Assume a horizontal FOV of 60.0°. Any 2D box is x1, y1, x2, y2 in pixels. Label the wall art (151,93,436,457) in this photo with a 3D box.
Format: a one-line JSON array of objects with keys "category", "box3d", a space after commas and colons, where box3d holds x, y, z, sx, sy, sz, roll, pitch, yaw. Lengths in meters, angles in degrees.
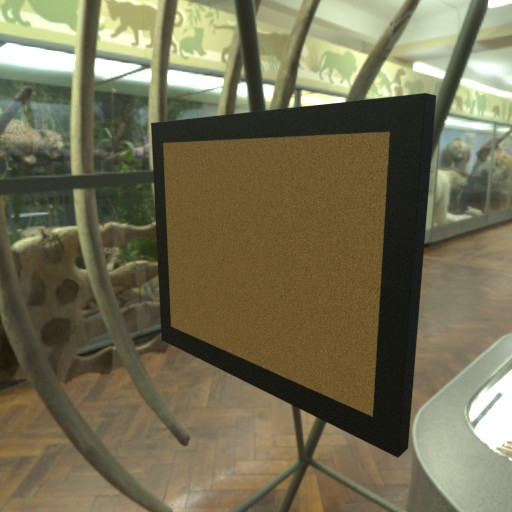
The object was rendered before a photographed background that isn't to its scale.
[{"category": "wall art", "box3d": [0.000, 0.000, 0.743, 0.561, 0.460, 0.028, 12, 17, 44]}]
